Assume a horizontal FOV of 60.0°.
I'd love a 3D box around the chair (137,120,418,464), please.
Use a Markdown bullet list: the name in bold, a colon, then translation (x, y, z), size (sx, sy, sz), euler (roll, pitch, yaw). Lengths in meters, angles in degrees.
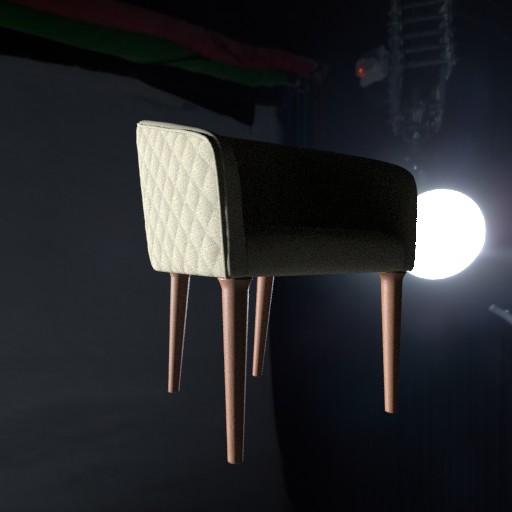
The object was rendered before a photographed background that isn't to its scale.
- **chair**: translation (0.000, 0.000, 1.182), size (0.584, 0.775, 0.616), euler (0, 1, -35)
